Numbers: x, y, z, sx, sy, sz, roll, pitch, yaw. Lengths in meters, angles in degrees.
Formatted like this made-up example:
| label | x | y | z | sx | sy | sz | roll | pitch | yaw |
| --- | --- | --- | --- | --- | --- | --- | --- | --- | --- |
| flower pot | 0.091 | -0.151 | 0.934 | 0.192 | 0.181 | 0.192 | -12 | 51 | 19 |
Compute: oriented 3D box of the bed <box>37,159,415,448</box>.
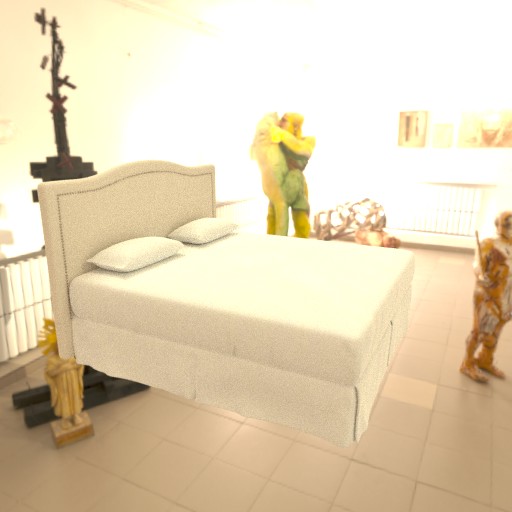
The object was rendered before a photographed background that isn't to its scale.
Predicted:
| label | x | y | z | sx | sy | sz | roll | pitch | yaw |
| --- | --- | --- | --- | --- | --- | --- | --- | --- | --- |
| bed | 0.000 | 0.000 | 3.459 | 2.182 | 1.421 | 2.083 | 8 | 17 | 26 |
